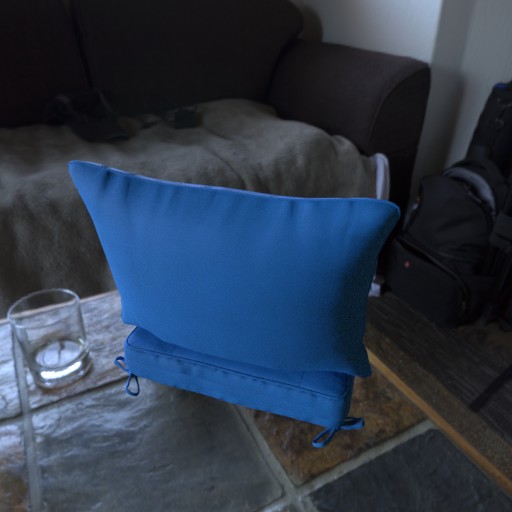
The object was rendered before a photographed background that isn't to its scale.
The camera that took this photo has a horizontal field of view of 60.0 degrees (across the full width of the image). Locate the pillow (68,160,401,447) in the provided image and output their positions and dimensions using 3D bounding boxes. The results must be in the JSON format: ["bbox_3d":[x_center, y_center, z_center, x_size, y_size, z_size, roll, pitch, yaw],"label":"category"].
[{"bbox_3d":[0.000,0.000,1.365,0.798,0.725,0.733,10,33,15],"label":"pillow"}]
